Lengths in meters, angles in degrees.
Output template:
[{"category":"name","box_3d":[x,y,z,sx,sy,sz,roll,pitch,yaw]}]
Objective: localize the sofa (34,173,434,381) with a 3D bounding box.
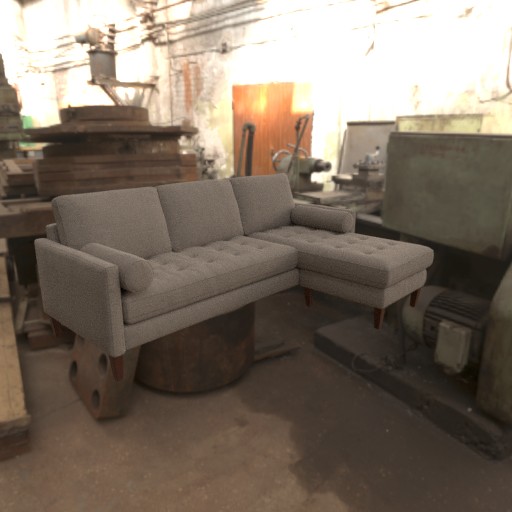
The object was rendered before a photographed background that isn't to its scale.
[{"category":"sofa","box_3d":[0.000,0.000,2.865,1.506,0.875,2.178,14,21,42]}]
